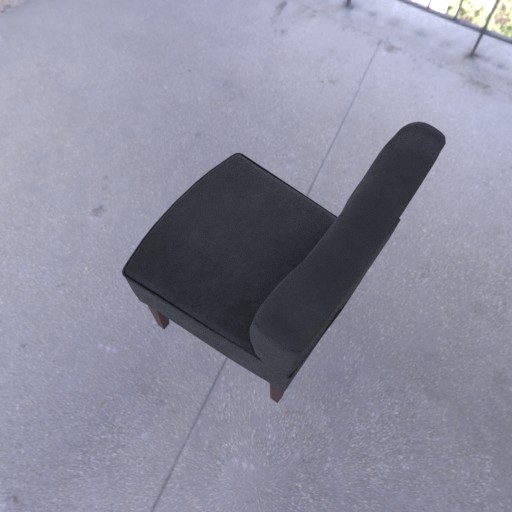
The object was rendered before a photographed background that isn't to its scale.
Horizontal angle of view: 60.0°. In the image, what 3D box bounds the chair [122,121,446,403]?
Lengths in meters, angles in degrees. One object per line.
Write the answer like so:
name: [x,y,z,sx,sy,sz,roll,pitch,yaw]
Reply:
chair: [0.000,0.000,1.159,0.554,0.806,0.521,33,67,16]
